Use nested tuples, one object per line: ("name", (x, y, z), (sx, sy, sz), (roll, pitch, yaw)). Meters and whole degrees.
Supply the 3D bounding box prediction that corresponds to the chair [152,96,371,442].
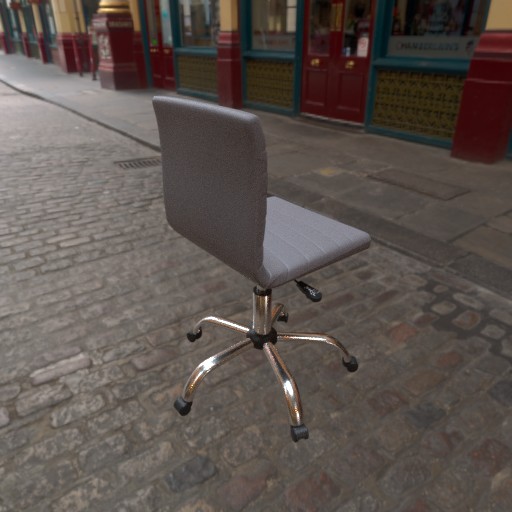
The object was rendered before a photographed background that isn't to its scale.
("chair", (0.000, 0.000, 1.149), (0.530, 0.780, 0.556), (-18, 32, -33))
